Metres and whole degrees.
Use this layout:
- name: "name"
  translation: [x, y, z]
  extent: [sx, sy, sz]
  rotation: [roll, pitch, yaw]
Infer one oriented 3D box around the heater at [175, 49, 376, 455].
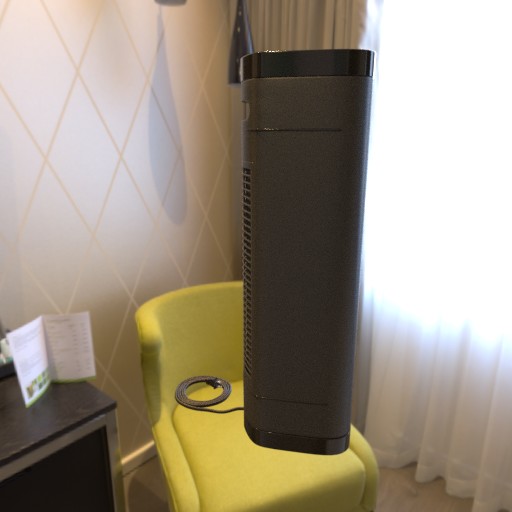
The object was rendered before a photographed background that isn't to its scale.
- name: "heater"
  translation: [0.000, 0.000, 0.681]
  extent: [0.312, 0.552, 0.174]
  rotation: [3, 16, 10]
